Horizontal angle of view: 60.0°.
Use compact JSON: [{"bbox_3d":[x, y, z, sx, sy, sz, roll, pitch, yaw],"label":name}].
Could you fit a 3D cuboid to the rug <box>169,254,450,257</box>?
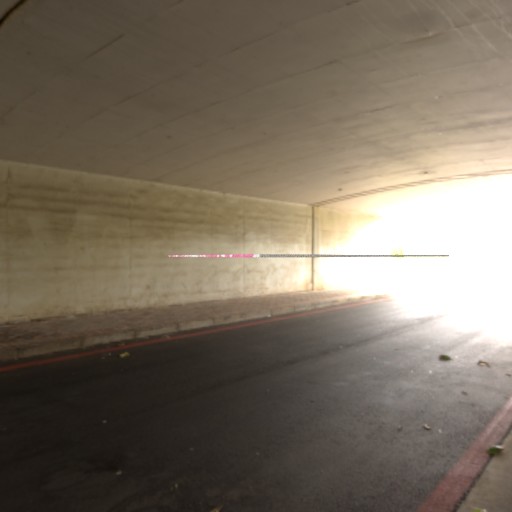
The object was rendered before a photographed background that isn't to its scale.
[{"bbox_3d":[0.000,0.000,2.719,0.787,0.011,2.458,0,0,-18],"label":"rug"}]
